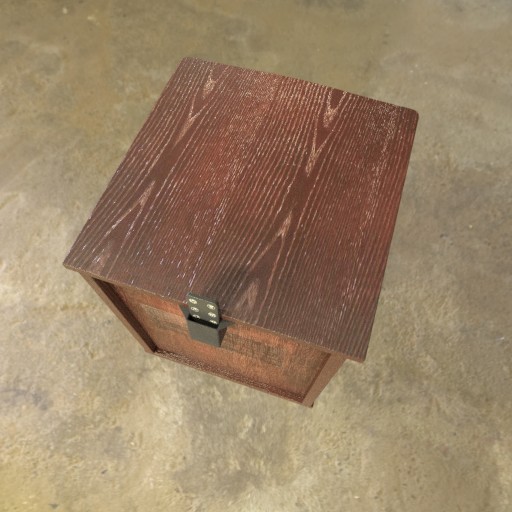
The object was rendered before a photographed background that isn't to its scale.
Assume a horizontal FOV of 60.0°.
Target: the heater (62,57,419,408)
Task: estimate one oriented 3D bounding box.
[{"bbox_3d":[0.000,0.000,0.753,0.362,0.481,0.400,16,65,8],"label":"heater"}]
